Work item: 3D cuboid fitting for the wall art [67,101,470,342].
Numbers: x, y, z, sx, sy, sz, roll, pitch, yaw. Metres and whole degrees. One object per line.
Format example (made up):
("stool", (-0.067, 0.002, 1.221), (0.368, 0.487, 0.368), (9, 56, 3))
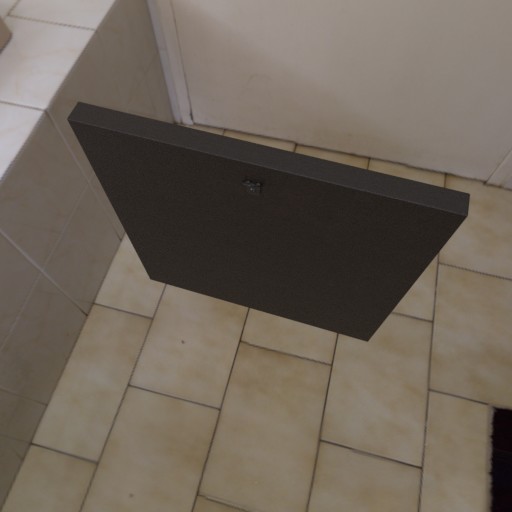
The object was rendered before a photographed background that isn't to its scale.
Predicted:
("wall art", (0.000, 0.000, 0.527), (0.349, 0.349, 0.038), (15, 64, 8))
